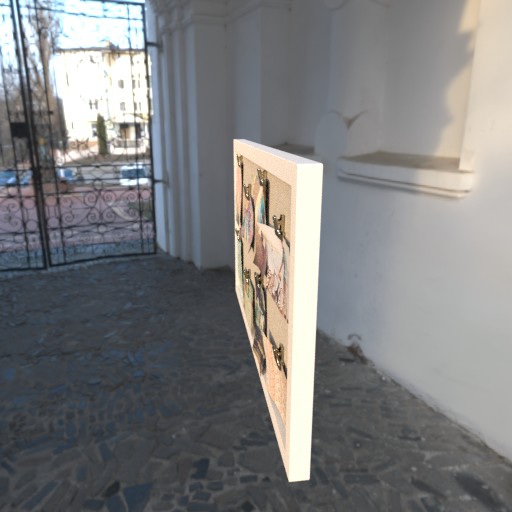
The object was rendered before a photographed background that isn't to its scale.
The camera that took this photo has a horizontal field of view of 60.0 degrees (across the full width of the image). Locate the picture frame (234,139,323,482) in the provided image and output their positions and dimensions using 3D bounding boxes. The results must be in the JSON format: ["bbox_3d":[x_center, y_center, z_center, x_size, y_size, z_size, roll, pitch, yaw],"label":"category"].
[{"bbox_3d":[0.000,0.000,0.788,0.044,0.379,0.647,-2,17,-8],"label":"picture frame"}]
